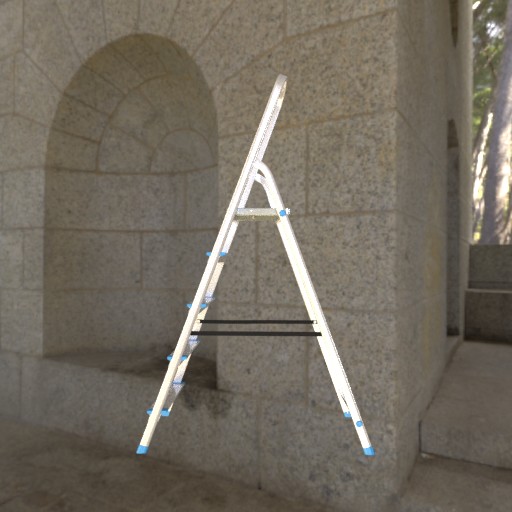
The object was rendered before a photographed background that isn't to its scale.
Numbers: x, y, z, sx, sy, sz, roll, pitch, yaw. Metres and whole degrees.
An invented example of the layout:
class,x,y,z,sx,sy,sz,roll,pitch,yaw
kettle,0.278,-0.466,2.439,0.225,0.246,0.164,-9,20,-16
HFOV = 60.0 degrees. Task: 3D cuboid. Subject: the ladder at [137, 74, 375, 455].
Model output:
class,x,y,z,sx,sy,sz,roll,pitch,yaw
ladder,0.000,0.000,2.078,0.990,1.648,0.468,0,-1,1
